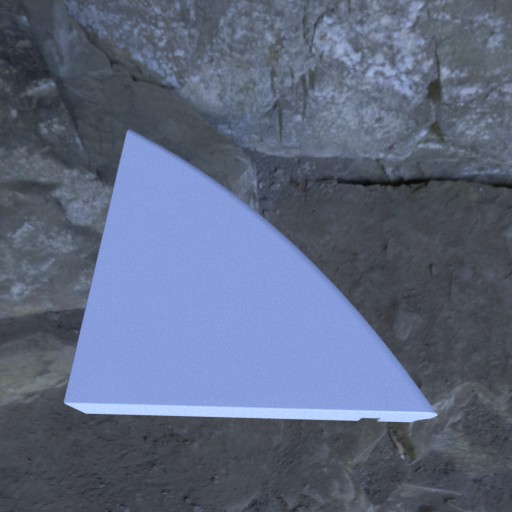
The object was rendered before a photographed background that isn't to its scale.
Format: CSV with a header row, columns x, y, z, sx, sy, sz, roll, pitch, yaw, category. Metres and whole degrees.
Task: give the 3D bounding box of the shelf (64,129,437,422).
x,y,z,sx,sy,sz,roll,pitch,yaw,category
0.000,0.000,0.457,0.310,0.050,0.310,1,62,1,shelf
